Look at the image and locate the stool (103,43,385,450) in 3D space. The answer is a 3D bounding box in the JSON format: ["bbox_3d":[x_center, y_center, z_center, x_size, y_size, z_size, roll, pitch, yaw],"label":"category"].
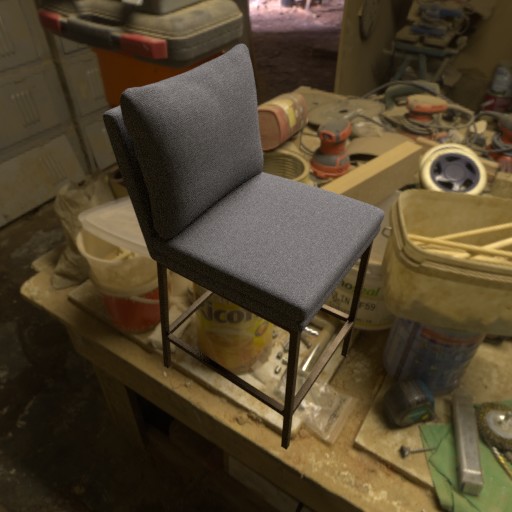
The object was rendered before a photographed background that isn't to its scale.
[{"bbox_3d":[0.000,0.000,1.304,0.569,1.031,0.463,24,47,25],"label":"stool"}]
